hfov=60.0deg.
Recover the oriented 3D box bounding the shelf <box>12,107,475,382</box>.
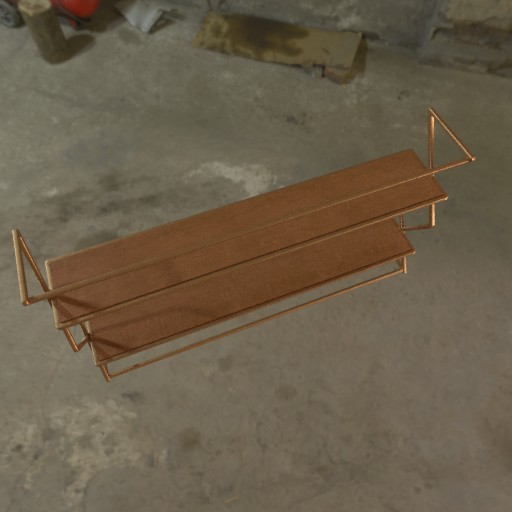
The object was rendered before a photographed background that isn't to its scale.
[{"bbox_3d":[0.000,0.000,0.978,0.822,0.450,0.150,-19,61,-11],"label":"shelf"}]
